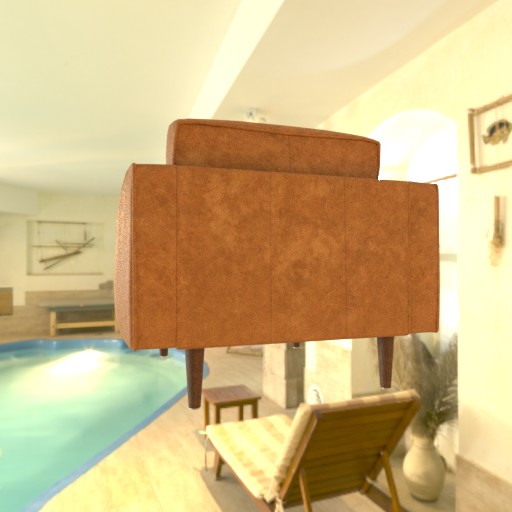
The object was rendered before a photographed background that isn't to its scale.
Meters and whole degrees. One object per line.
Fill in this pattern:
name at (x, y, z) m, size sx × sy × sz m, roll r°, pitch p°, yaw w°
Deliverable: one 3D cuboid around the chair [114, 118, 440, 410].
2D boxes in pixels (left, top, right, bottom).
chair at (0.000, 0.000, 1.520) m, size 0.928 × 0.767 × 0.798 m, roll 0°, pitch -1°, yaw -18°
